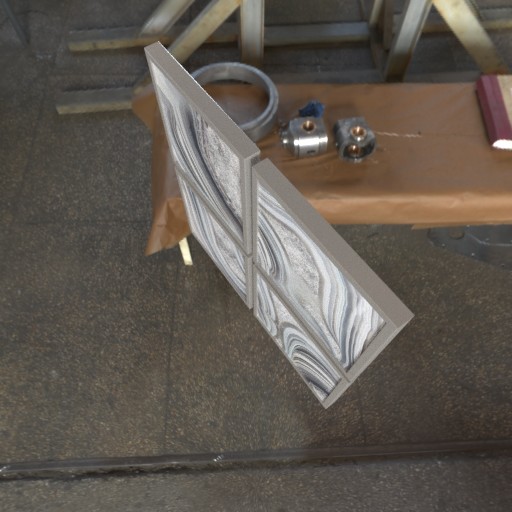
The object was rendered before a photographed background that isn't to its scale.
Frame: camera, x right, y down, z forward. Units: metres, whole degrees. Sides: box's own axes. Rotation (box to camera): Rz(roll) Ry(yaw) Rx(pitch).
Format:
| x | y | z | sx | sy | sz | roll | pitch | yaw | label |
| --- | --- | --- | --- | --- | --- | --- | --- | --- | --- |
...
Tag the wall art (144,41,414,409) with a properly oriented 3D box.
| x | y | z | sx | sy | sz | roll | pitch | yaw | label |
| --- | --- | --- | --- | --- | --- | --- | --- | --- | --- |
| 0.000 | 0.000 | 0.913 | 0.029 | 0.611 | 0.611 | -33 | 67 | -16 | wall art |
